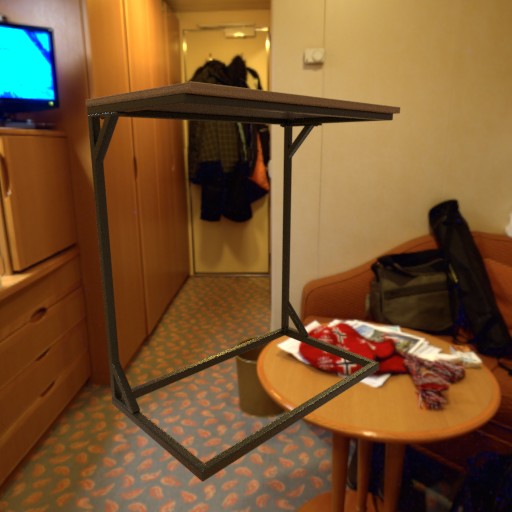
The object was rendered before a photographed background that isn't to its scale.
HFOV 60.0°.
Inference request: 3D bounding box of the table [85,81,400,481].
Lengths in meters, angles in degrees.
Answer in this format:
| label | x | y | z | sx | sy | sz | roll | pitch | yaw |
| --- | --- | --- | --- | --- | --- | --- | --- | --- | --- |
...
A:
| label | x | y | z | sx | sy | sz | roll | pitch | yaw |
| --- | --- | --- | --- | --- | --- | --- | --- | --- | --- |
| table | 0.000 | 0.000 | 1.032 | 0.597 | 0.673 | 0.351 | -13 | 19 | -43 |
